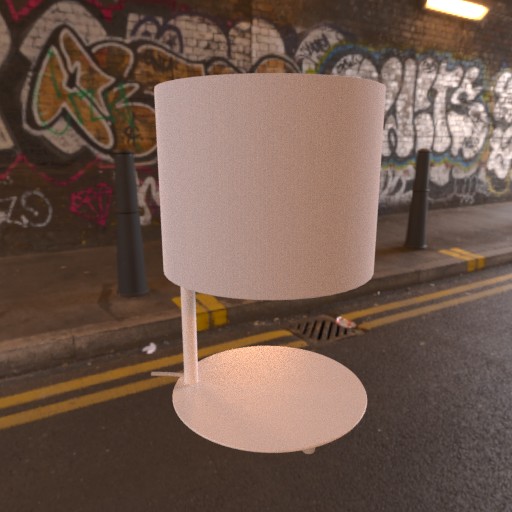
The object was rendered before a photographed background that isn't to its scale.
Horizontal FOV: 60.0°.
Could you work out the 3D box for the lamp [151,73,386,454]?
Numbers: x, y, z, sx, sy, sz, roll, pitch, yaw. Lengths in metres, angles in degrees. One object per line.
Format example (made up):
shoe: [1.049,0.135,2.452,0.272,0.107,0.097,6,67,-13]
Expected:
lamp: [0.000,0.000,0.647,0.341,0.454,0.299,2,14,8]
